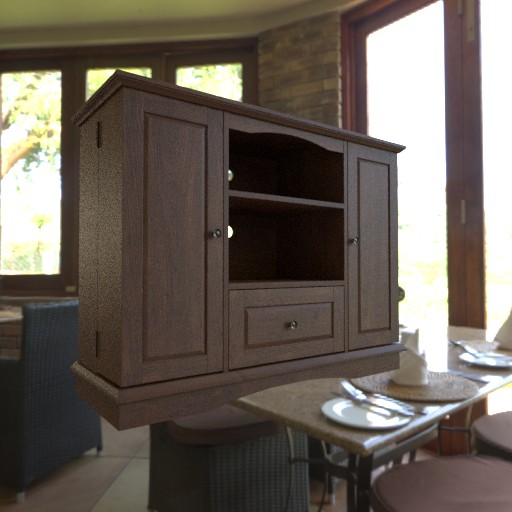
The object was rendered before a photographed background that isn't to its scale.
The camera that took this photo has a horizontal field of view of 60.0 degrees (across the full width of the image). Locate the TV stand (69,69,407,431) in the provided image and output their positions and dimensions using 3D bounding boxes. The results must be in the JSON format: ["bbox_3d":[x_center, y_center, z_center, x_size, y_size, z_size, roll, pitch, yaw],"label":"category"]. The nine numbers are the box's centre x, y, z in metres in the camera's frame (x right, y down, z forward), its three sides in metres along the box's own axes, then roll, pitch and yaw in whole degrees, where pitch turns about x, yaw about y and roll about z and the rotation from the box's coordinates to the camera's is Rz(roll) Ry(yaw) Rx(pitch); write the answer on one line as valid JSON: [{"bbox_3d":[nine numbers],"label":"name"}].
[{"bbox_3d":[0.000,0.000,1.458,1.067,0.813,0.406,1,-2,-36],"label":"TV stand"}]
